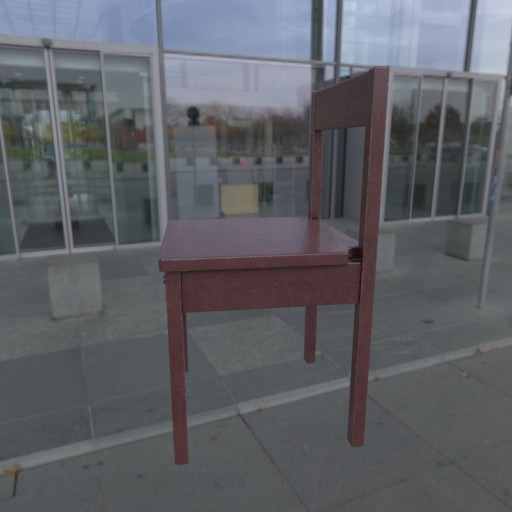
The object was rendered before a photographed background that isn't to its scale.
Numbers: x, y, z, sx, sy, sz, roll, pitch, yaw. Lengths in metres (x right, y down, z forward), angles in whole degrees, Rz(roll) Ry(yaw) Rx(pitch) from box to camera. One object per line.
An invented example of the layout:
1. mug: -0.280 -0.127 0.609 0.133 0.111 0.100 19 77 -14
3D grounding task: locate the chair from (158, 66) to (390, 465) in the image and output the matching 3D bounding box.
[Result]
1. chair: 0.000 0.000 0.896 0.361 0.668 0.367 -2 14 -8
